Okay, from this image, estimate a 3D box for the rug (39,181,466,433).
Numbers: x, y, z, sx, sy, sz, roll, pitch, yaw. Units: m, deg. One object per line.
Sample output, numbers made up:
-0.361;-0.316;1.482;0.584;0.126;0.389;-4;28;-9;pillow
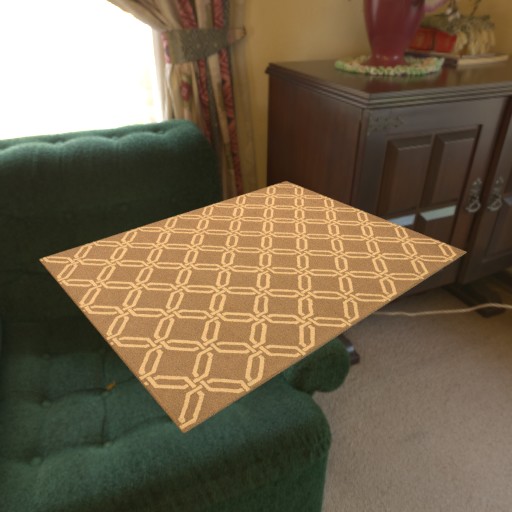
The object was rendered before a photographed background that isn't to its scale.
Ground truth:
0.000;0.000;3.822;2.895;0.018;2.288;-23;37;-34;rug
